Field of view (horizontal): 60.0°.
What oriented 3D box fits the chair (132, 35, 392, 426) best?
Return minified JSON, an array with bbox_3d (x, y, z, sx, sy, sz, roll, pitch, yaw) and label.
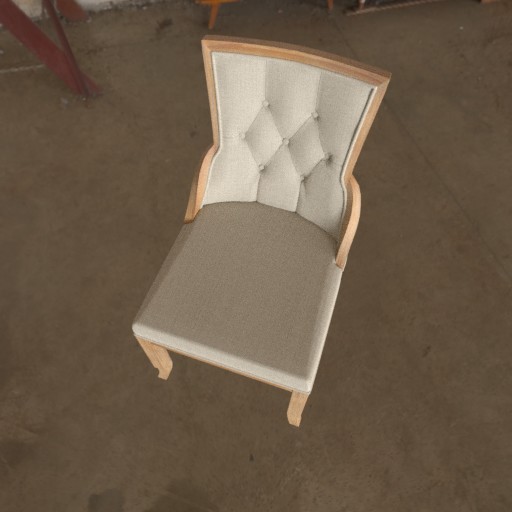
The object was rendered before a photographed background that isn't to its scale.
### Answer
[{"bbox_3d":[0.000,0.000,1.301,0.524,0.947,0.641,16,60,10],"label":"chair"}]
